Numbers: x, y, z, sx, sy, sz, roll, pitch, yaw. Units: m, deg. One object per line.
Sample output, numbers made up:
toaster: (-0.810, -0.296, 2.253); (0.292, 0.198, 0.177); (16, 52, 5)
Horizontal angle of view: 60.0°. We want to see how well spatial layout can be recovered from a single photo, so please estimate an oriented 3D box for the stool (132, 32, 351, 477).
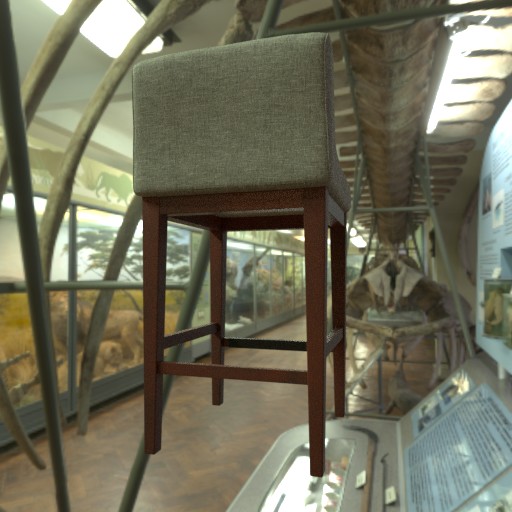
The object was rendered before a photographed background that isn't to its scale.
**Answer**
stool: (0.000, 0.000, 1.063); (0.417, 0.835, 0.459); (-1, -3, 17)
